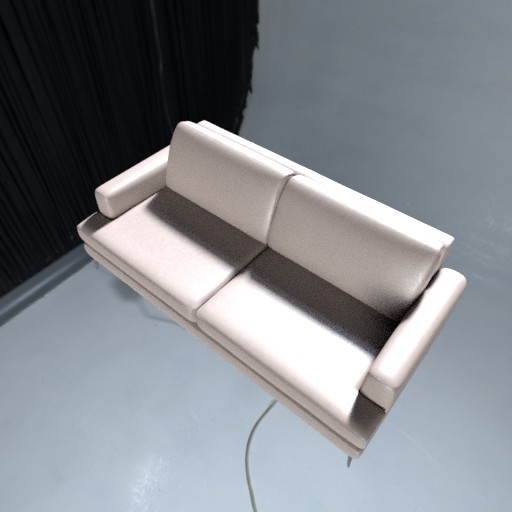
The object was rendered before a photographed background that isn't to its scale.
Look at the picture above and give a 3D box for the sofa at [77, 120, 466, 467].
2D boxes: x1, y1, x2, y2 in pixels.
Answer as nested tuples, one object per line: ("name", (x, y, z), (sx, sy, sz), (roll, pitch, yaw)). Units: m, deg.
("sofa", (0.000, 0.000, 2.388), (1.940, 0.765, 0.974), (31, 55, 26))
